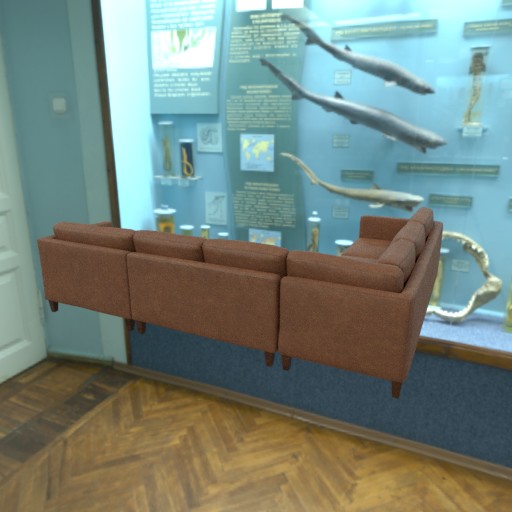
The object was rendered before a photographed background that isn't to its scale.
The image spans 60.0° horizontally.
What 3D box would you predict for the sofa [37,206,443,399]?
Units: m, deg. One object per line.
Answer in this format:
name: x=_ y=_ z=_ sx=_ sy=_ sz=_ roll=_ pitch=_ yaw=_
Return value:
sofa: x=0.000 y=0.000 z=4.663 sx=3.460 sy=0.923 sz=2.593 roll=8 pitch=18 yaw=25
